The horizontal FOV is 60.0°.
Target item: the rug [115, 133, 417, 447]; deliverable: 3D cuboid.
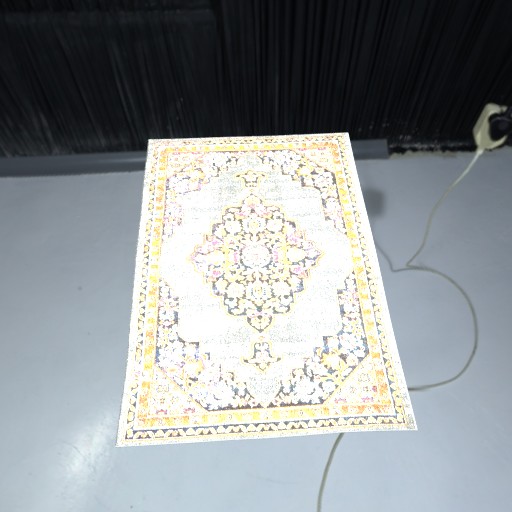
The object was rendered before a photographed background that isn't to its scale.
[{"bbox_3d":[0.000,0.000,3.744,2.043,0.026,2.901,-3,58,-2],"label":"rug"}]
